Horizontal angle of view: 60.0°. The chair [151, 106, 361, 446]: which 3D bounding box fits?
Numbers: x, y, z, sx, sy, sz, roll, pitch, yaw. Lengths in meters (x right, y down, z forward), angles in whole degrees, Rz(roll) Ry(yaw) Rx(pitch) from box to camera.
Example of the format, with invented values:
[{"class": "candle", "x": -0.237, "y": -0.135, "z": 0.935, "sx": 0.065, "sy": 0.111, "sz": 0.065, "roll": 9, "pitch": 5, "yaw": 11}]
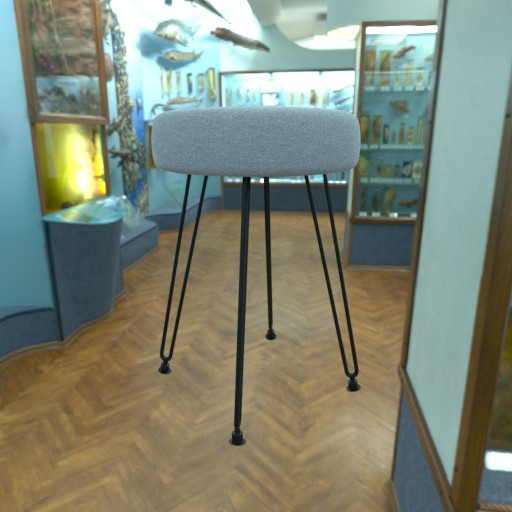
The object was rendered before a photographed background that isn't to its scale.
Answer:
[{"class": "chair", "x": 0.000, "y": 0.000, "z": 0.700, "sx": 0.350, "sy": 0.440, "sz": 0.350, "roll": 3, "pitch": 16, "yaw": 9}]
